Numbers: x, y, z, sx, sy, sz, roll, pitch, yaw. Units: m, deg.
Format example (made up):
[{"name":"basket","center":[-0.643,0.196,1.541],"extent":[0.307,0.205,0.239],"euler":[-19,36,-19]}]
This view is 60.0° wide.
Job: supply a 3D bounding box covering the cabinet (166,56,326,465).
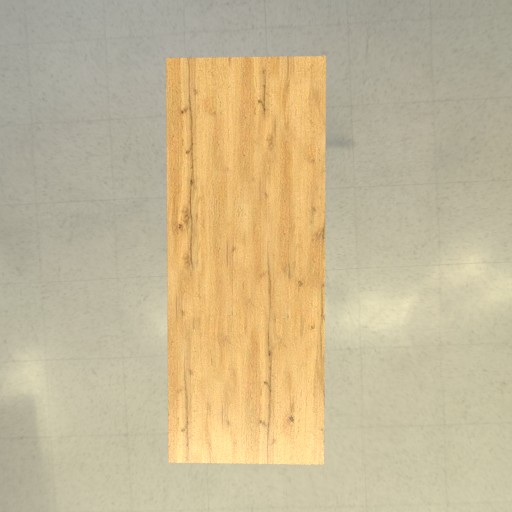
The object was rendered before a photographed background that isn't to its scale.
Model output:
[{"name":"cabinet","center":[0.000,0.000,1.969],"extent":[0.473,1.397,1.168],"euler":[0,92,2]}]
